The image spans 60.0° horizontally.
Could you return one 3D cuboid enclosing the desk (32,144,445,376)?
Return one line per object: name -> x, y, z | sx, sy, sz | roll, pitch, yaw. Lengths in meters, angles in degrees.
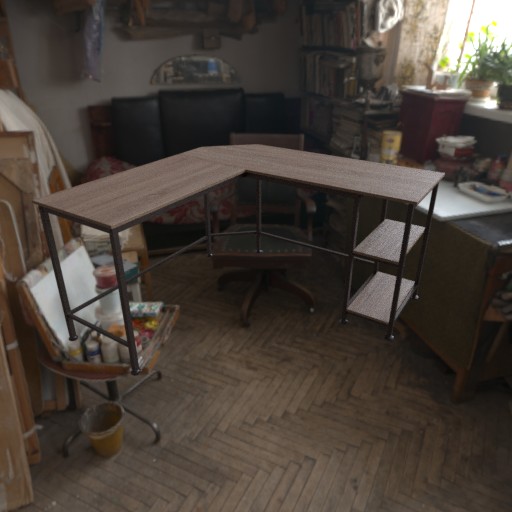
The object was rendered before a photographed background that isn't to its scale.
desk -> 0.000, 0.000, 2.233 | 1.379, 0.739, 1.379 | 17, 32, 29
